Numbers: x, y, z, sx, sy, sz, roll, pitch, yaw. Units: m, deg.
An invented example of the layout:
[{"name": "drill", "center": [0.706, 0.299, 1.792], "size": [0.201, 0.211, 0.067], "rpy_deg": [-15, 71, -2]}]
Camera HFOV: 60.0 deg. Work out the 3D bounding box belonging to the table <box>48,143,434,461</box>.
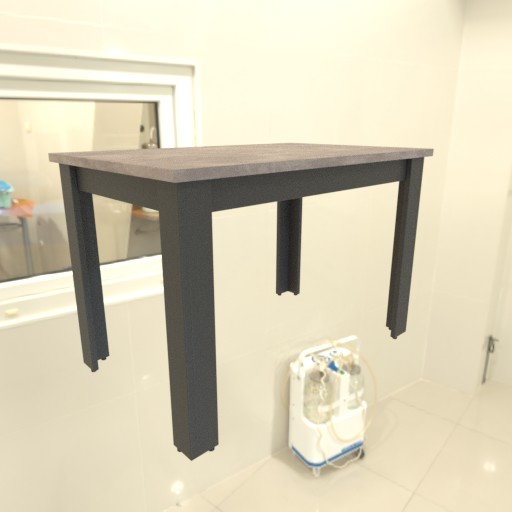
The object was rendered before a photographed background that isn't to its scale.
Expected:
[{"name": "table", "center": [0.000, 0.000, 1.585], "size": [1.100, 0.734, 0.700], "rpy_deg": [-15, 22, -41]}]
